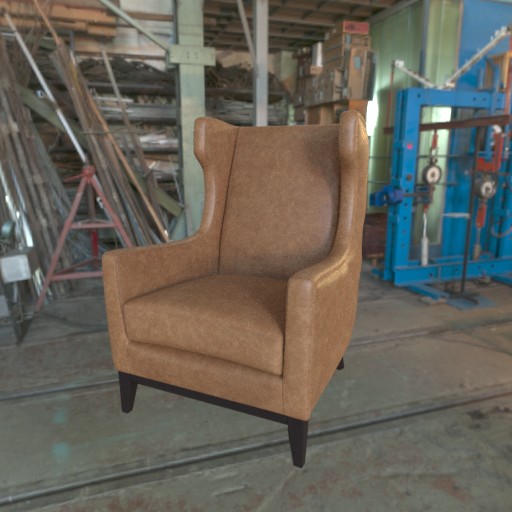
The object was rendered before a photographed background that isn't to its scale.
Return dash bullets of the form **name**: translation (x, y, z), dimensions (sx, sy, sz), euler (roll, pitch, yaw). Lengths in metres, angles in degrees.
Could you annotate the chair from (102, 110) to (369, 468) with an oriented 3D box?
- **chair**: translation (0.000, 0.000, 1.723), dimensions (0.766, 1.079, 0.899), euler (6, 14, 25)
